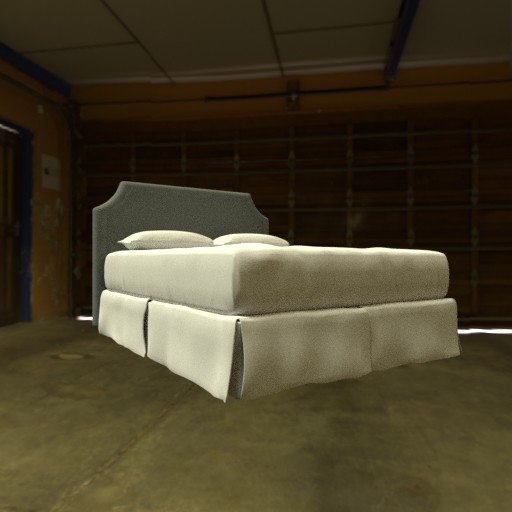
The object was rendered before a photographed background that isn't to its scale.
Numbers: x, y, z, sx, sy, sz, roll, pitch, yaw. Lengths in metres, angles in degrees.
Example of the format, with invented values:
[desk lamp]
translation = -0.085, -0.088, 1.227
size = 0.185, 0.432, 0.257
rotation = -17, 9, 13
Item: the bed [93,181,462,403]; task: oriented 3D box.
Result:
[bed]
translation = 0.000, 0.000, 3.304
size = 1.811, 1.296, 2.259
rotation = 0, 0, -35
